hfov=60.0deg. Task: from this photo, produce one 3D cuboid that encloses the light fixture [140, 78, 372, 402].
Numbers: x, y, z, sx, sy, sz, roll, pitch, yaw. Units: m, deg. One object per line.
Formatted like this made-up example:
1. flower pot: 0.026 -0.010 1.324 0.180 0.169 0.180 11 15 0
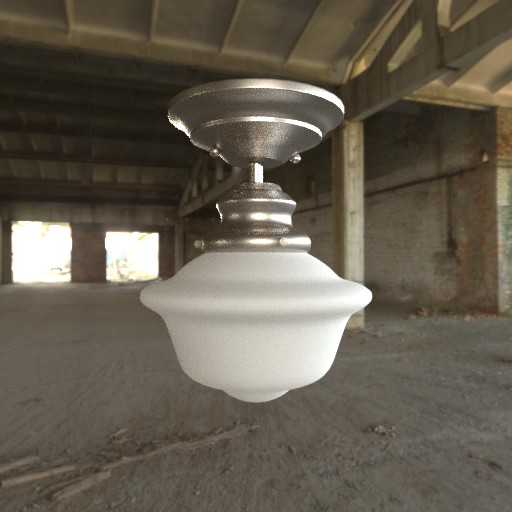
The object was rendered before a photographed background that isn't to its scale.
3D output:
1. light fixture: 0.000 0.000 0.392 0.199 0.254 0.199 0 -1 0
